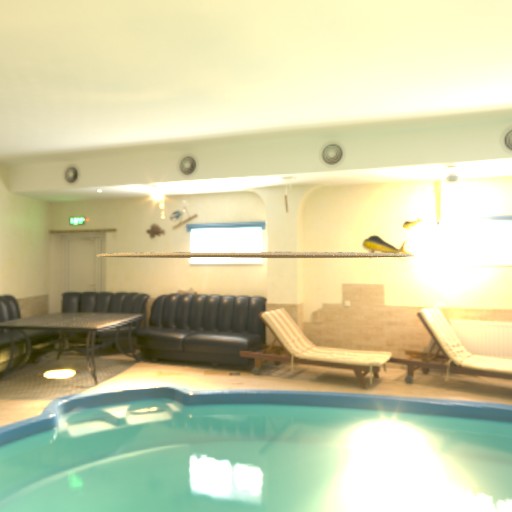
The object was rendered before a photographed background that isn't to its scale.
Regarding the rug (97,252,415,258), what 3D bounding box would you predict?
[{"bbox_3d":[0.000,0.000,2.353,1.593,0.012,1.593,0,-1,0],"label":"rug"}]
